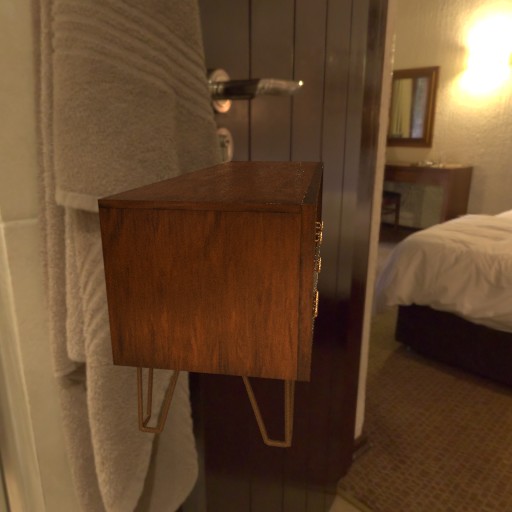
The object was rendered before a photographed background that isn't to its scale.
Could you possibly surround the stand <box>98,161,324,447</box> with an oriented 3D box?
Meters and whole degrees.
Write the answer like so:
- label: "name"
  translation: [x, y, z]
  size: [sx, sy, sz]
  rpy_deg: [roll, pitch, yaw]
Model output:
- label: "stand"
  translation: [0.000, 0.000, 1.655]
  size: [0.481, 0.610, 1.372]
  rpy_deg: [2, 16, 9]
